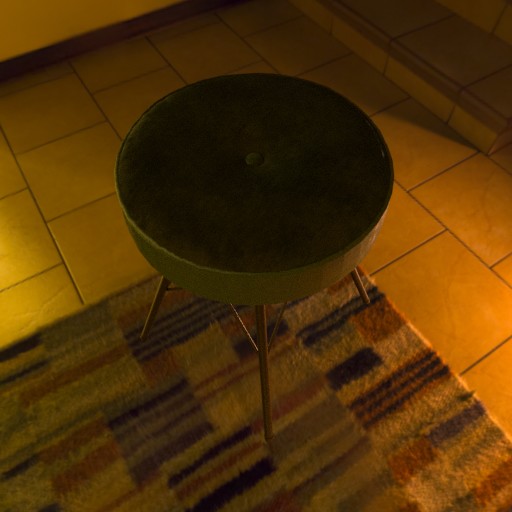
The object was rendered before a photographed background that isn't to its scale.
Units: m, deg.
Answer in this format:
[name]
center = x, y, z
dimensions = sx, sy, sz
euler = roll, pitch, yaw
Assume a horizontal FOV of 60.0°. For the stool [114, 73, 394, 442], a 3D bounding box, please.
[stool]
center = 0.000, 0.000, 0.916
dimensions = 0.430, 0.595, 0.457
euler = 33, 63, 19
